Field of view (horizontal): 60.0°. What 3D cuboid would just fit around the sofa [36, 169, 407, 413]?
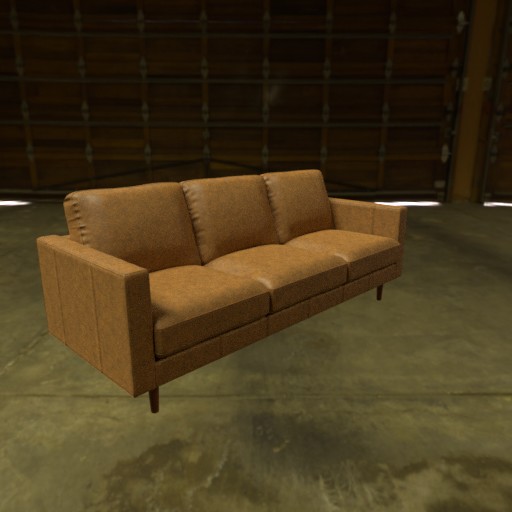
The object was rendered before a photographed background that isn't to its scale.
[{"bbox_3d":[0.000,0.000,2.734,0.903,0.930,2.231,15,21,43],"label":"sofa"}]
